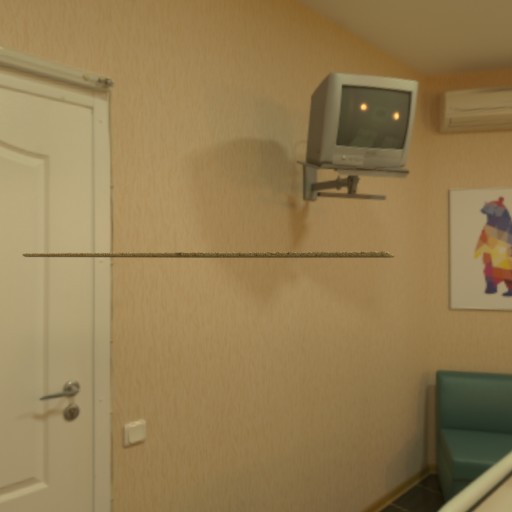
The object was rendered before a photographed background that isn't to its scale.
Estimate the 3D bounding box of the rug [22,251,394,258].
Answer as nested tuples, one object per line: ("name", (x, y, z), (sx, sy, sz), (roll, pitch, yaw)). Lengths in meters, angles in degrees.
("rug", (0.000, 0.000, 4.059), (2.399, 0.026, 3.000), (0, 0, 18))
